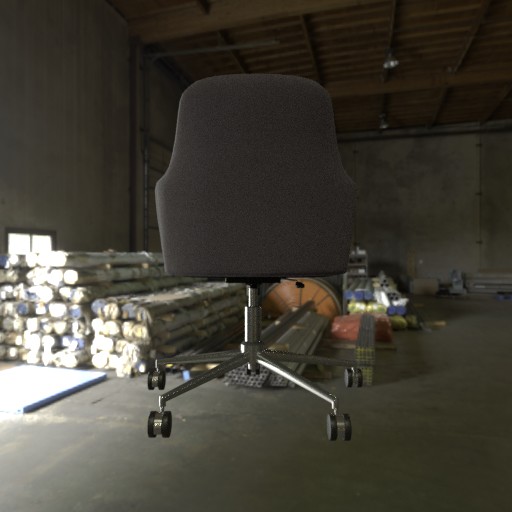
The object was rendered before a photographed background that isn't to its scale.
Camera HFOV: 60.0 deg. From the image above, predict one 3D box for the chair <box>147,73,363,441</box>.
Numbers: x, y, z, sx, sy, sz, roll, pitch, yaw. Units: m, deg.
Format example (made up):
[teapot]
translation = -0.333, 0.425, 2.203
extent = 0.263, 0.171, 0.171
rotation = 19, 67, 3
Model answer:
[chair]
translation = 0.000, 0.000, 1.262
extent = 0.655, 0.820, 0.600
rotation = 0, 0, 0
